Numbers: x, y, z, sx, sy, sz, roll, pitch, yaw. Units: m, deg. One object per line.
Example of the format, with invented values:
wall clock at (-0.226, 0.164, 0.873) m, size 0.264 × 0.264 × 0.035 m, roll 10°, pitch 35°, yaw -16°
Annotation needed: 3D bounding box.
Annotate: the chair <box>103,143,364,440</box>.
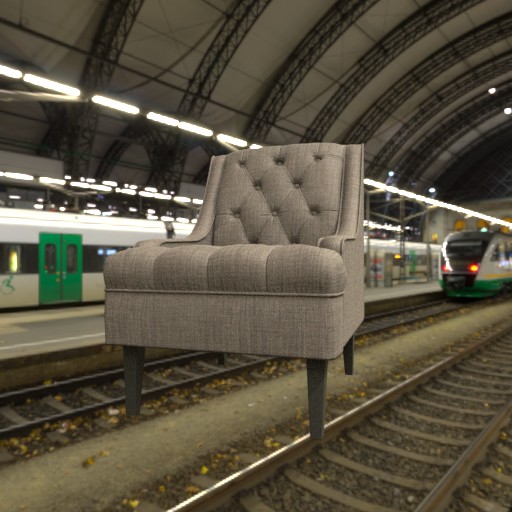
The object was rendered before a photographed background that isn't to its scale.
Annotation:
chair at (0.000, 0.000, 1.451) m, size 0.655 × 0.891 × 0.771 m, roll 0°, pitch -1°, yaw 19°
